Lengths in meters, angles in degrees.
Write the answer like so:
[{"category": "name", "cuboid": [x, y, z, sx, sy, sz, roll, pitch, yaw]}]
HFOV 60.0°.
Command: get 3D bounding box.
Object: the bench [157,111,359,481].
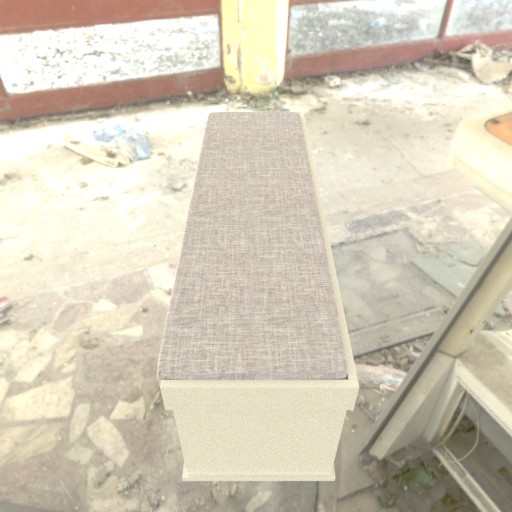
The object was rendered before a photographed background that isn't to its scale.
[{"category": "bench", "cuboid": [0.000, 0.000, 1.367, 0.363, 0.453, 1.196, 0, 40, 0]}]
